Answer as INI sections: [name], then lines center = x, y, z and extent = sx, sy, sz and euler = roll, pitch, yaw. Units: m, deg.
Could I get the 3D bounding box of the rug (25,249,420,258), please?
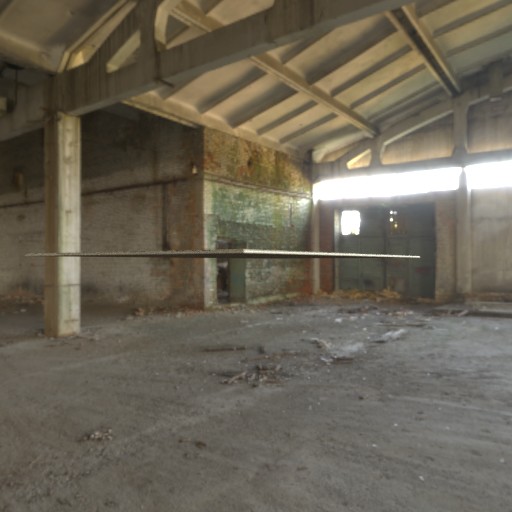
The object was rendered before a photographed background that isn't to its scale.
[rug]
center = 0.000, 0.000, 2.357
extent = 1.213, 0.012, 1.831
euler = -1, -1, 35
